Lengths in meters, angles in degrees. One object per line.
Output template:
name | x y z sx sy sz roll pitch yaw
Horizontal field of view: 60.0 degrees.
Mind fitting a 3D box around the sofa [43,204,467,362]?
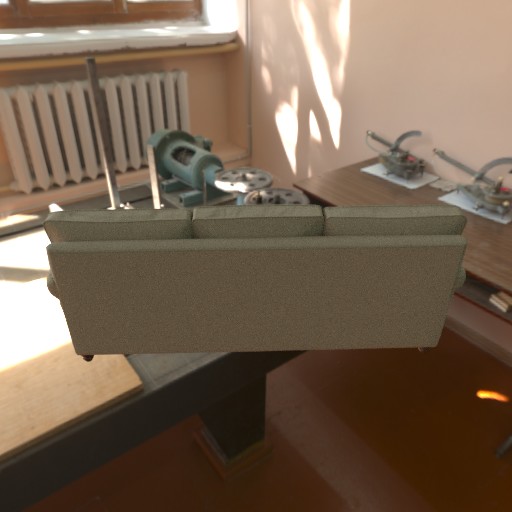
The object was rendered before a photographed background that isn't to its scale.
sofa | 0.000 0.000 2.823 2.354 0.948 0.966 -1 31 -2
